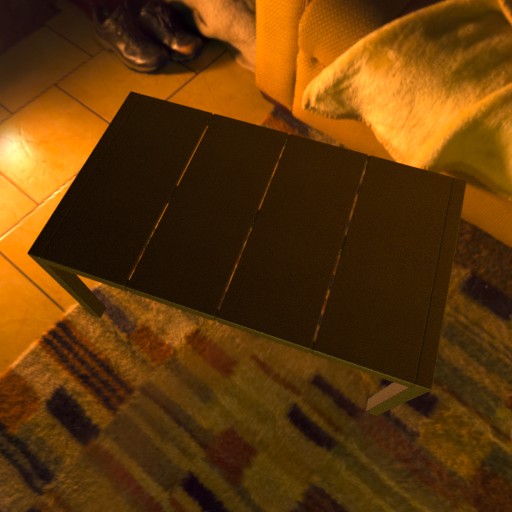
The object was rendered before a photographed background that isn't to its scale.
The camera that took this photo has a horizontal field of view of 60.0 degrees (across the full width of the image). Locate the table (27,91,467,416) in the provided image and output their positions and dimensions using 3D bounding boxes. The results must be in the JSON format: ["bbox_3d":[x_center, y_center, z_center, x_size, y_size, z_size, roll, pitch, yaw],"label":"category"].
[{"bbox_3d":[0.000,0.000,1.307,0.965,0.460,0.559,17,65,8],"label":"table"}]
